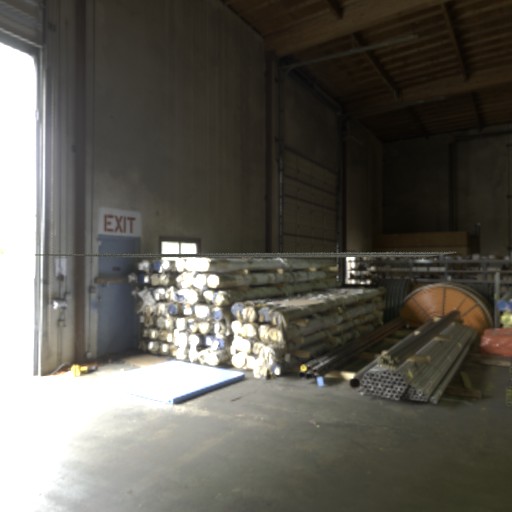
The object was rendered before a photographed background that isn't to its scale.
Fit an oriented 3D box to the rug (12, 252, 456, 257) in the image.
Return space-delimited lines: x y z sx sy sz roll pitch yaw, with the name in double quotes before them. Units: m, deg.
"rug" 0.000 0.000 3.994 3.037 0.004 2.453 0 -1 17
